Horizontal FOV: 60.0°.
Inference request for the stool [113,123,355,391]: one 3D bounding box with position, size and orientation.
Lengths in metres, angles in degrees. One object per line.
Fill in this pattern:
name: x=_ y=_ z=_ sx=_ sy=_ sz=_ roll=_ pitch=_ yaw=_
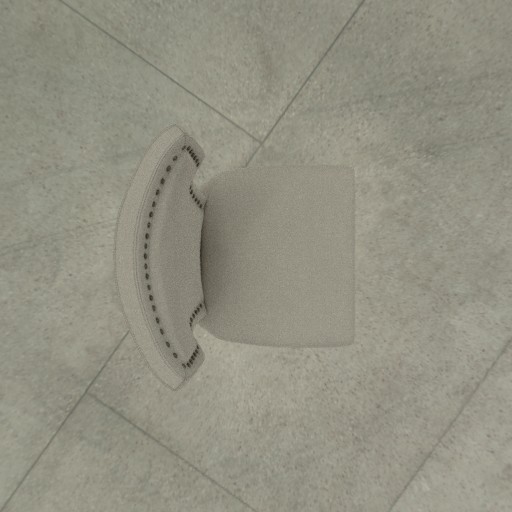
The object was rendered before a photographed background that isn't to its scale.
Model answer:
stool: x=0.000 y=0.000 z=1.337 sx=0.563 sy=0.982 sz=0.527 roll=0 pitch=90 yaw=0
